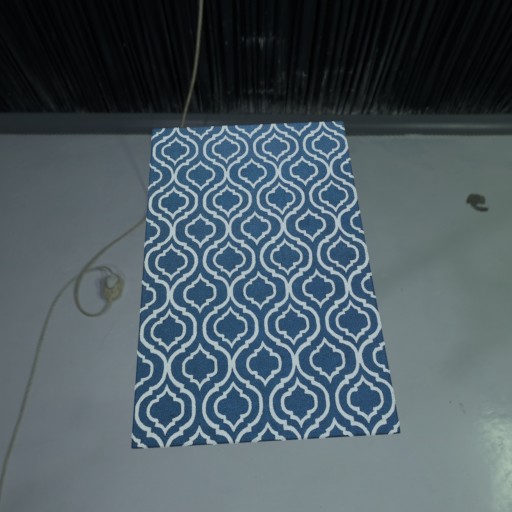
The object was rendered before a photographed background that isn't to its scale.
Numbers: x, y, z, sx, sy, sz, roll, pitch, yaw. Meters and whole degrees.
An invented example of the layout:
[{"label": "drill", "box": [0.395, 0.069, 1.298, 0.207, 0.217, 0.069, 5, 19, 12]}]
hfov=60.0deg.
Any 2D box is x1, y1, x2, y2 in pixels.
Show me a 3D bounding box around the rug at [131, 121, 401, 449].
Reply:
[{"label": "rug", "box": [0.000, 0.000, 2.263, 1.143, 0.010, 1.753, -3, 63, -1]}]
